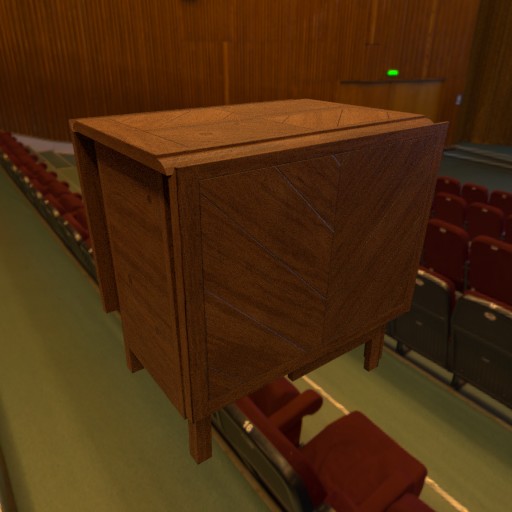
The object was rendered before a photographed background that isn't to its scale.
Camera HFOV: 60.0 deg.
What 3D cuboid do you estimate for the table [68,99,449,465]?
[{"bbox_3d":[0.000,0.000,1.267,0.746,0.763,0.591,-18,31,-32],"label":"table"}]
